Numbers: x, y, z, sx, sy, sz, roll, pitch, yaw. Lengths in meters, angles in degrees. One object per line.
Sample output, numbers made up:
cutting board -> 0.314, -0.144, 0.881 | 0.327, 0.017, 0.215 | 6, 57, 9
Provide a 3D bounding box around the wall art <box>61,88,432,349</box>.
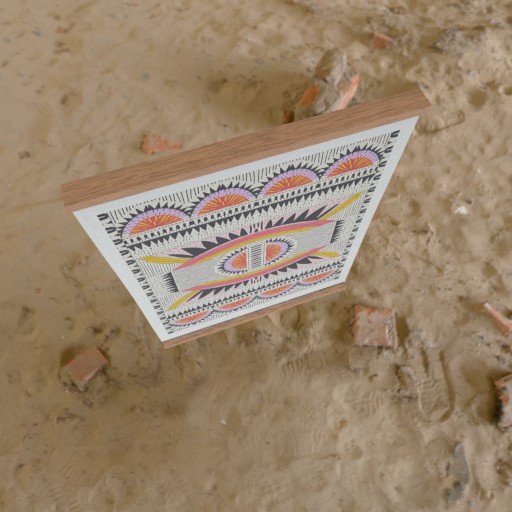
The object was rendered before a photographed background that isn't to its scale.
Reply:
wall art -> 0.000, 0.000, 0.698 | 0.403, 0.527, 0.028 | -17, 65, -8
